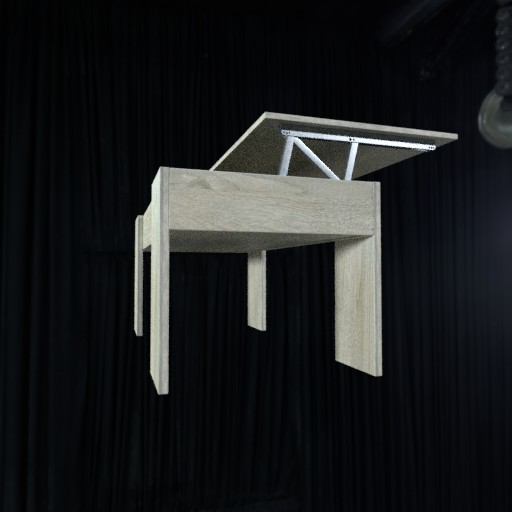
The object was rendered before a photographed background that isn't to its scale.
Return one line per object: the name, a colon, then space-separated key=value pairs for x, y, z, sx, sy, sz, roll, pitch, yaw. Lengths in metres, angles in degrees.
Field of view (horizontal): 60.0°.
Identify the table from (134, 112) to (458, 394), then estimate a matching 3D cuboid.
table: x=0.000 y=0.000 z=1.436 sx=0.711 sy=0.570 sz=1.000 roll=1 pitch=-2 yaw=-18
